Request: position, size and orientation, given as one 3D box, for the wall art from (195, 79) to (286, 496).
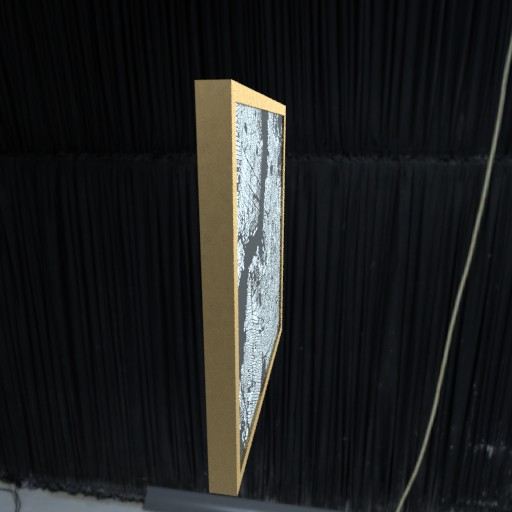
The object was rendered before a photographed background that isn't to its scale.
[{"bbox_3d":[0.000,0.000,1.904,0.095,1.284,1.284,3,16,9],"label":"wall art"}]
